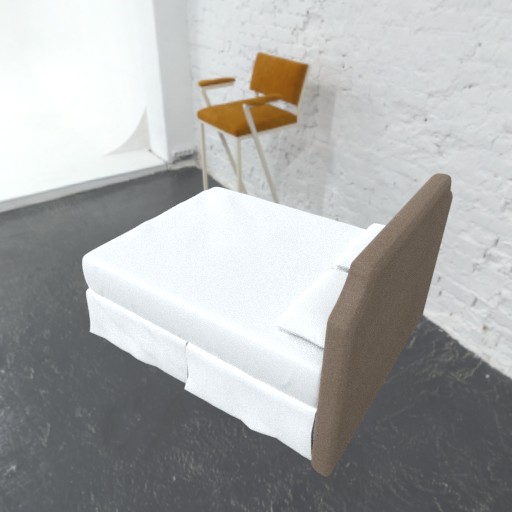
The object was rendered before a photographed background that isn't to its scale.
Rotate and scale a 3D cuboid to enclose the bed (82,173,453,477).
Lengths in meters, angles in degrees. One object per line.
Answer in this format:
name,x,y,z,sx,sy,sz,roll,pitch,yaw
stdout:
bed,0.000,0.000,3.162,2.116,1.290,1.693,20,37,29
